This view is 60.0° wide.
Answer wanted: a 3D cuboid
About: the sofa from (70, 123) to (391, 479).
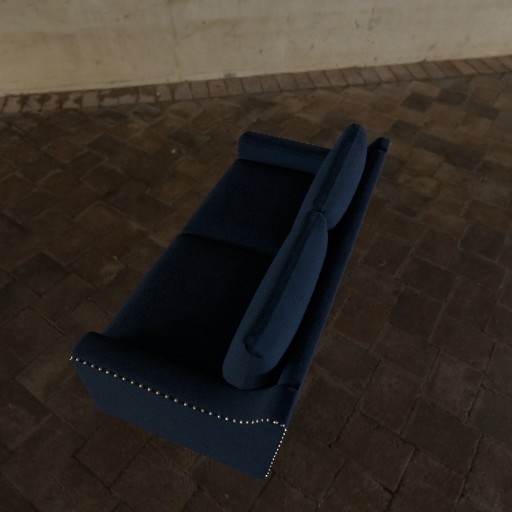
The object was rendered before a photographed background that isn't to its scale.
[{"bbox_3d":[0.000,0.000,2.680,1.104,0.983,2.107,17,49,15],"label":"sofa"}]
